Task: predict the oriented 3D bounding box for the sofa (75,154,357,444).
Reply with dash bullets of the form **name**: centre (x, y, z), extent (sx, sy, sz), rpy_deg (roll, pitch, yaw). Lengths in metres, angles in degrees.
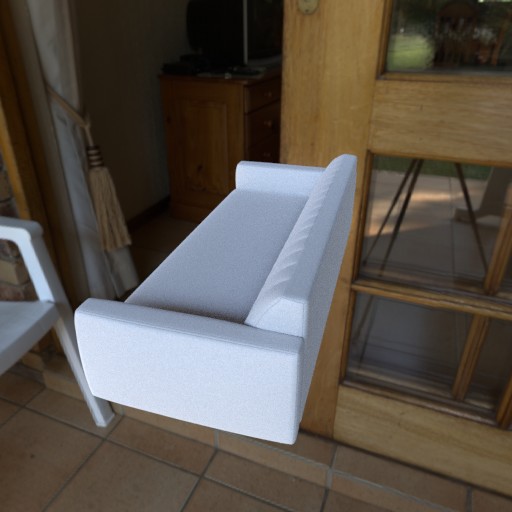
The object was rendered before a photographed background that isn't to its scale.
- **sofa**: centre (0.000, 0.000, 2.754), extent (0.990, 0.821, 2.291), rpy_deg (8, 30, 14)
